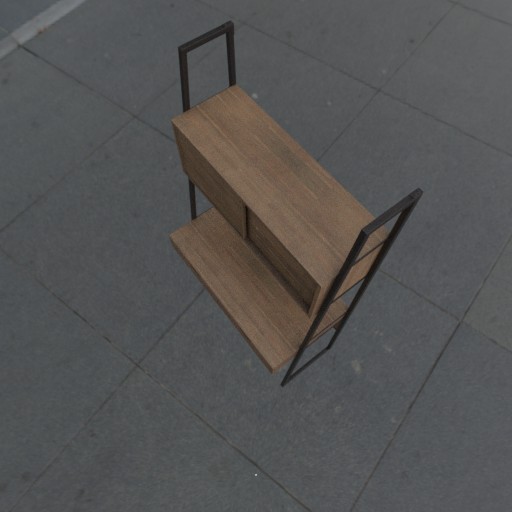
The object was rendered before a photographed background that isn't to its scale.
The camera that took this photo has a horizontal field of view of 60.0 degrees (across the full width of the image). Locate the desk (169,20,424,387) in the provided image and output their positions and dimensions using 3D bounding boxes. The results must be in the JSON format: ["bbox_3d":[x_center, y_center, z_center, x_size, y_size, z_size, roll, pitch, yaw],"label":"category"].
[{"bbox_3d":[0.000,0.000,2.233,0.515,1.809,0.982,-35,69,-16],"label":"desk"}]
